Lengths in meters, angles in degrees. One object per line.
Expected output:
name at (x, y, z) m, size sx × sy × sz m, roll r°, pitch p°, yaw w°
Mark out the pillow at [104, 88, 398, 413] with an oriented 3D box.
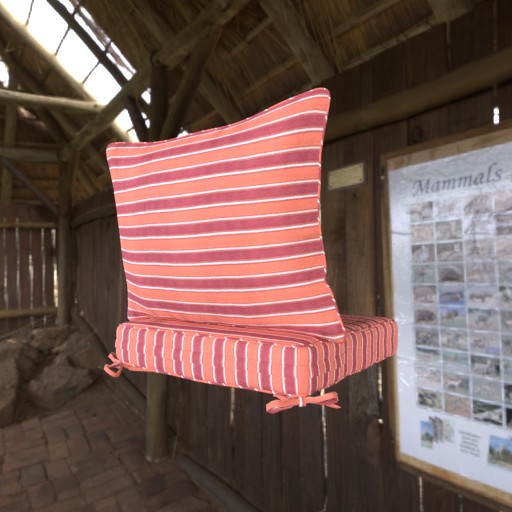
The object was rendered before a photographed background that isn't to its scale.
pillow at (0.000, 0.000, 1.421) m, size 0.799 × 0.723 × 0.733 m, roll -1°, pitch -2°, yaw 36°
